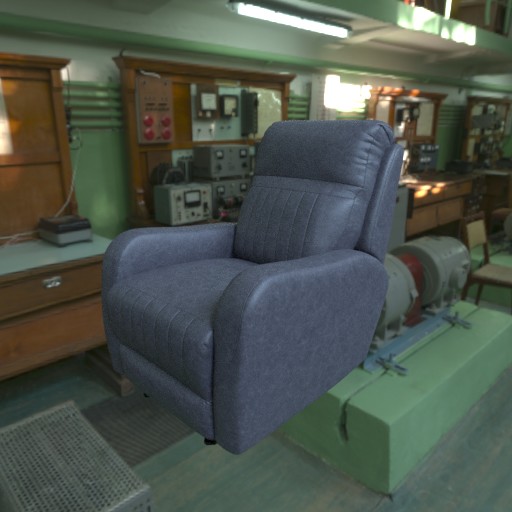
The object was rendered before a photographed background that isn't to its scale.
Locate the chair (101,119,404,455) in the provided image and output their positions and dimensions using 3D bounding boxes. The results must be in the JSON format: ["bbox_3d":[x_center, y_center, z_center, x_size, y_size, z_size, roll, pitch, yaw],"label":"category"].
[{"bbox_3d":[0.000,0.000,1.813,0.865,1.067,1.067,16,23,42],"label":"chair"}]
